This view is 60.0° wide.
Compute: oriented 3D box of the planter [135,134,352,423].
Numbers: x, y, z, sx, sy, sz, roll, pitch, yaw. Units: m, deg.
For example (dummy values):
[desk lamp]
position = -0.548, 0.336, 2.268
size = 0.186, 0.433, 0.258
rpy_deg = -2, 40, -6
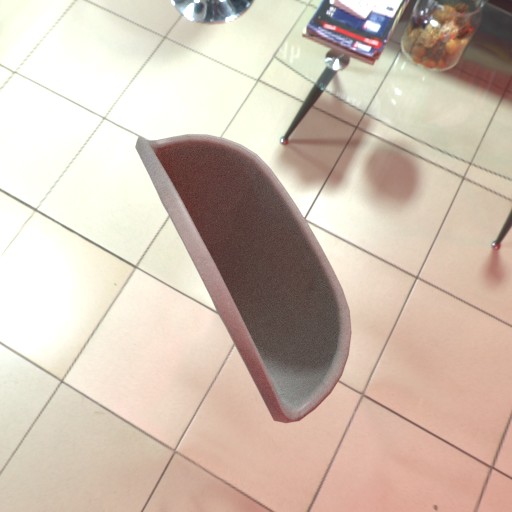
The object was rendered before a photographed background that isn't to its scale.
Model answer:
[planter]
position = 0.000, 0.000, 0.272
size = 0.073, 0.164, 0.190
rpy_deg = -27, 75, -8
